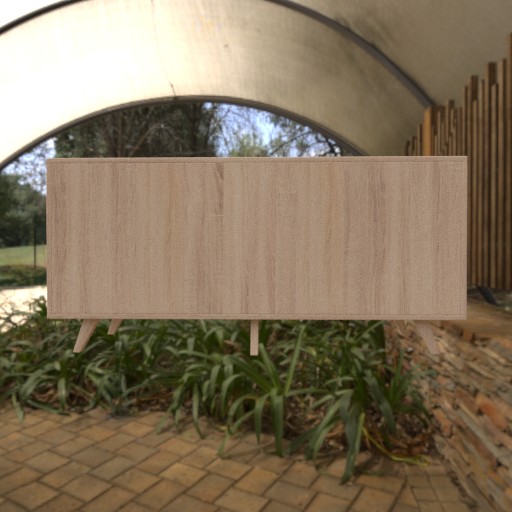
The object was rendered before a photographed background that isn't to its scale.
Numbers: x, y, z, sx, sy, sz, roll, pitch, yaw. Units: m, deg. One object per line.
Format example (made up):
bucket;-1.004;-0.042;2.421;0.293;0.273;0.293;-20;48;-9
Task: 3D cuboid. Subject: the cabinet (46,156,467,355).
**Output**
cabinet;0.000;0.000;1.989;1.650;0.780;0.500;0;1;1
